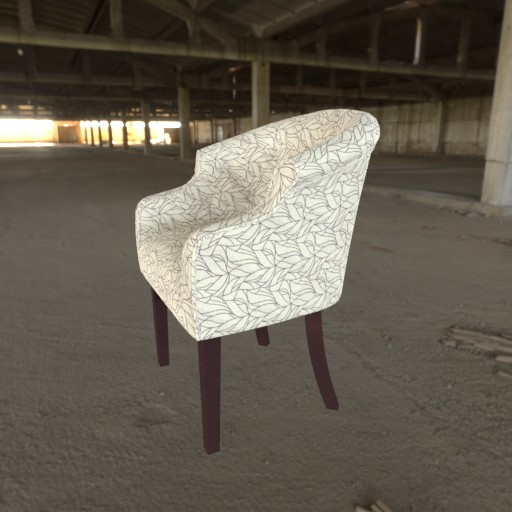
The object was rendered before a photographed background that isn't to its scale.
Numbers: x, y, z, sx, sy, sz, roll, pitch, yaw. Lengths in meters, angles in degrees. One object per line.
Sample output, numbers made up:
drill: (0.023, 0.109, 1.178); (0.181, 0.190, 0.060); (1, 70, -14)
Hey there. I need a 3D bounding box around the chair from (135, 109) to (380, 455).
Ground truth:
chair: (0.000, 0.000, 1.348); (0.613, 0.858, 0.686); (-7, 17, -25)
